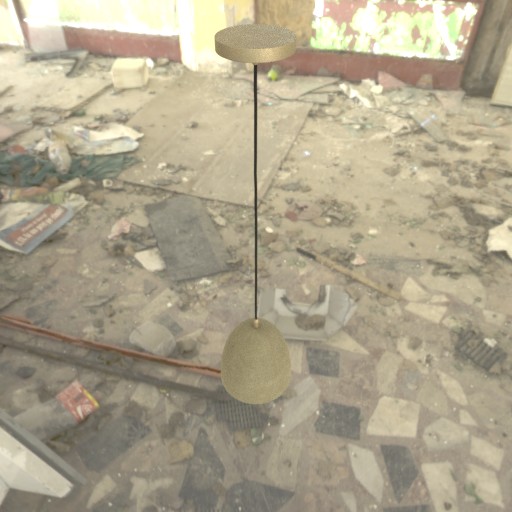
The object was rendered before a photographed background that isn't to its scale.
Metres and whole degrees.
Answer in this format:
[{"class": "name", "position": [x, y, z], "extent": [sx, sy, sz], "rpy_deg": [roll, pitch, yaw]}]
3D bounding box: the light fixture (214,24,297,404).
[{"class": "light fixture", "position": [0.000, 0.000, 0.821], "extent": [0.170, 0.759, 0.170], "rpy_deg": [26, 48, 26]}]
